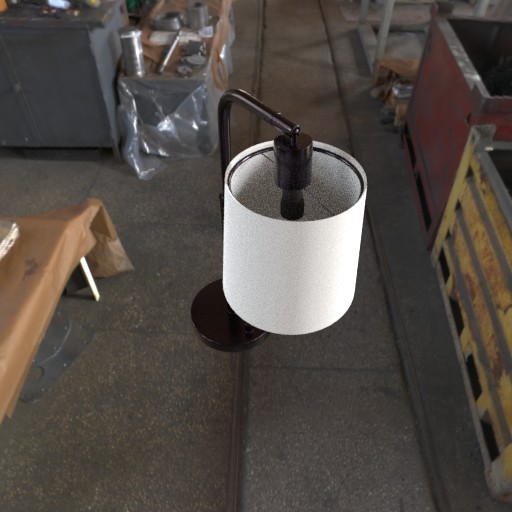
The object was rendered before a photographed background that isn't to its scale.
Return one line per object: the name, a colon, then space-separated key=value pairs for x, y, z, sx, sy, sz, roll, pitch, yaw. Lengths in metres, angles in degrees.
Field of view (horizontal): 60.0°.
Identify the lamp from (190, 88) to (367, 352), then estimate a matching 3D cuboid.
lamp: x=0.000 y=0.000 z=0.647 sx=0.171 sy=0.489 sz=0.333 roll=-24 pitch=50 yaw=-22
